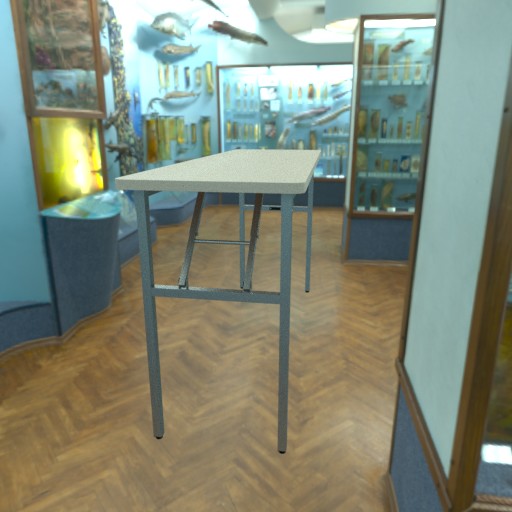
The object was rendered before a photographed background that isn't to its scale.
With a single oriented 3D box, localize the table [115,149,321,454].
[{"bbox_3d":[0.000,0.000,1.750,0.446,0.750,1.397,3,17,9],"label":"table"}]
